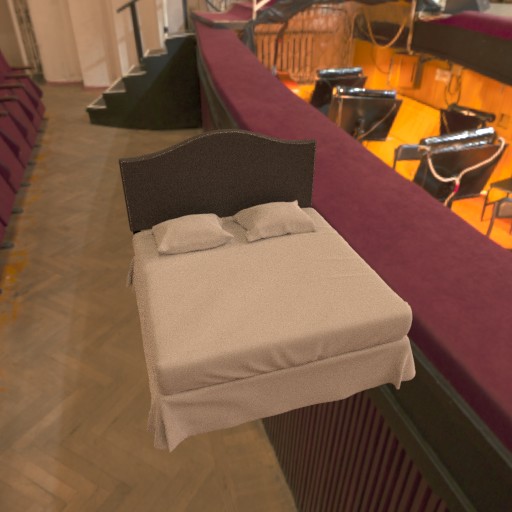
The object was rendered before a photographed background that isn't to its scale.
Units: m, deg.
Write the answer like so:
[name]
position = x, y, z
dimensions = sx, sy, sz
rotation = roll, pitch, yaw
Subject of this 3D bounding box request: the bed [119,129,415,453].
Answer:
[bed]
position = 0.000, 0.000, 3.869
dimensions = 2.314, 1.651, 2.219
rotation = -10, 34, -15
